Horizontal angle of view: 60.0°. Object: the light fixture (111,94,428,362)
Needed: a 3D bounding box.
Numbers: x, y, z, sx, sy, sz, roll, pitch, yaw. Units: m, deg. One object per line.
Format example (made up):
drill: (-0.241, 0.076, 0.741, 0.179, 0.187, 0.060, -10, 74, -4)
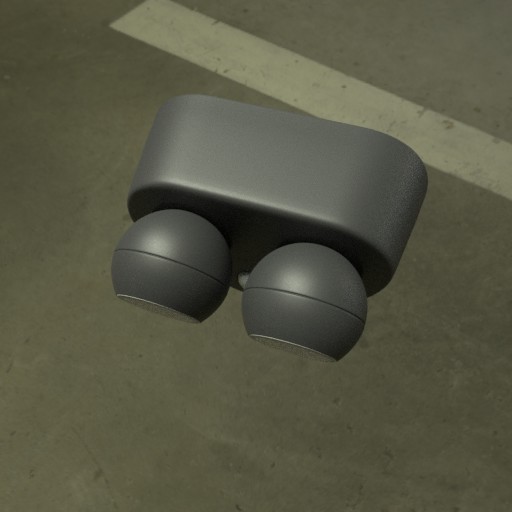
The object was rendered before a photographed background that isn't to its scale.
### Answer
light fixture: (0.000, 0.000, 0.347, 0.229, 0.159, 0.159, 15, 59, 9)
